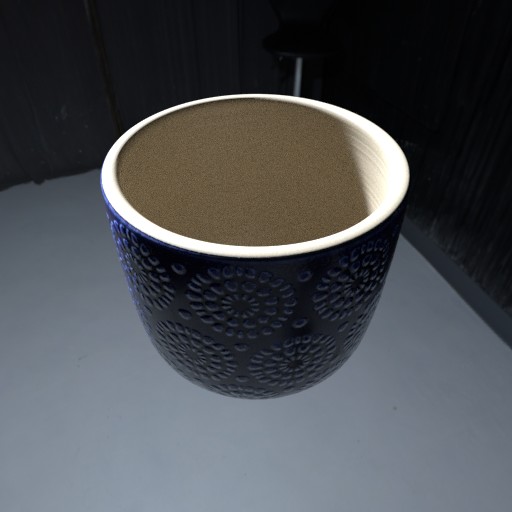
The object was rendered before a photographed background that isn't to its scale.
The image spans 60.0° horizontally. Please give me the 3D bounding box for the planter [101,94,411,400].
[{"bbox_3d":[0.000,0.000,0.289,0.165,0.149,0.165,0,43,0],"label":"planter"}]
